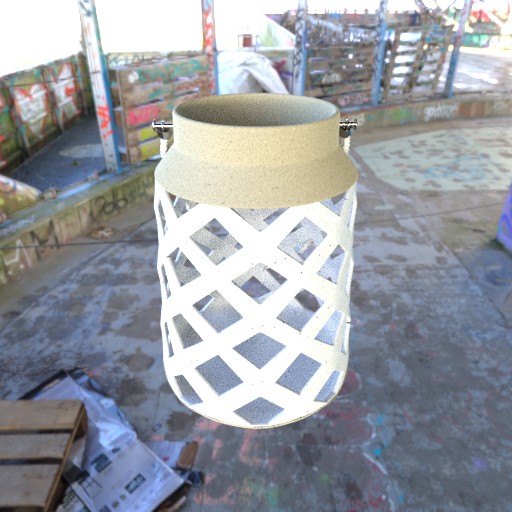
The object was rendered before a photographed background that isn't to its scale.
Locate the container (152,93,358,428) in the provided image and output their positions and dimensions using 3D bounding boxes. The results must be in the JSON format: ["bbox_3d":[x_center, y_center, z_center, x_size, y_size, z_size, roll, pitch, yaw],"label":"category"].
[{"bbox_3d":[0.000,0.000,0.404,0.188,0.264,0.198,-1,30,-2],"label":"container"}]
